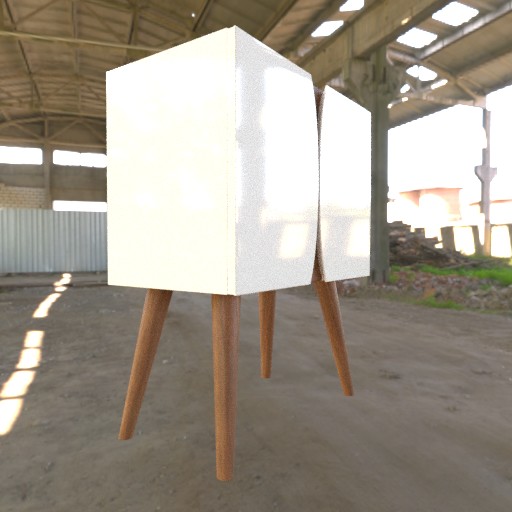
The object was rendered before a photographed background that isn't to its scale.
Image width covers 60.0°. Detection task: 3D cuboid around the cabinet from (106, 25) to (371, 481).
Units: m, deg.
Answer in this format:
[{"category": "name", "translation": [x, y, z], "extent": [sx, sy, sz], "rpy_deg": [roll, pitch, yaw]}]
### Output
[{"category": "cabinet", "translation": [0.000, 0.000, 1.070], "extent": [0.344, 0.772, 0.591], "rpy_deg": [1, 2, 36]}]
